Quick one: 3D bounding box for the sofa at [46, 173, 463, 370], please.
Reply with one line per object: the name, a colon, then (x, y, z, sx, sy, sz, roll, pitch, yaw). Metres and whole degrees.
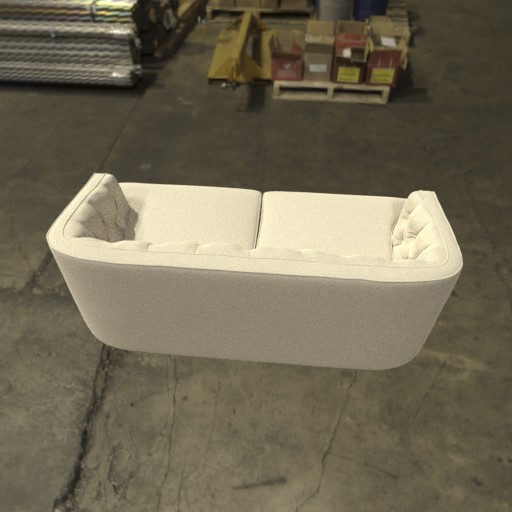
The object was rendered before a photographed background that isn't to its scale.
sofa: (0.000, 0.000, 2.248, 1.733, 0.855, 0.941, 4, 47, 4)
